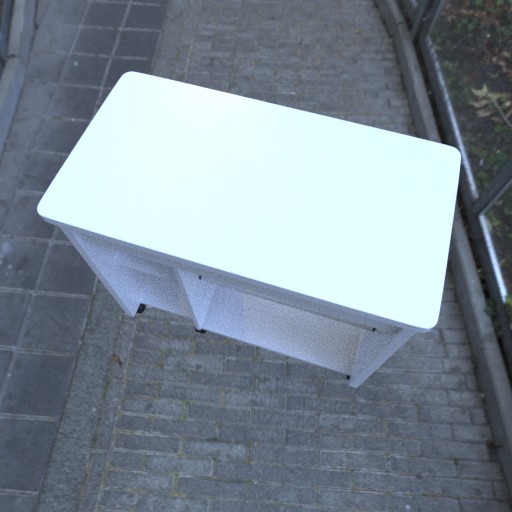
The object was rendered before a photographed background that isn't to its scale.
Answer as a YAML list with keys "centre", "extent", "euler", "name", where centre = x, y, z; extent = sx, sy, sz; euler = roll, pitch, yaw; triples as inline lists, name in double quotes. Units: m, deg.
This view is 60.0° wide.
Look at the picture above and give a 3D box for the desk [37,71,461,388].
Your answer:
- centre: [0.000, 0.000, 1.346]
  extent: [0.877, 0.763, 0.475]
  euler: [16, 64, 8]
  name: "desk"
